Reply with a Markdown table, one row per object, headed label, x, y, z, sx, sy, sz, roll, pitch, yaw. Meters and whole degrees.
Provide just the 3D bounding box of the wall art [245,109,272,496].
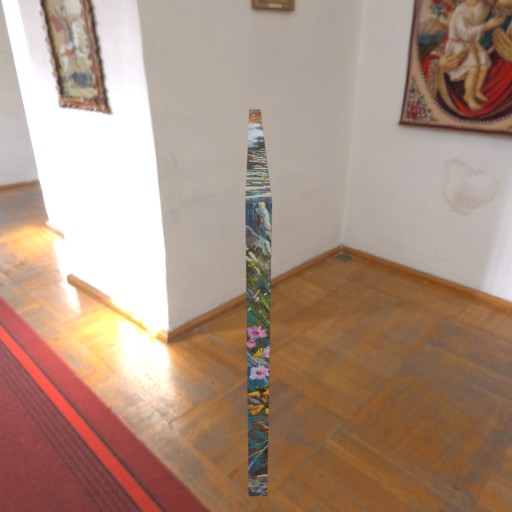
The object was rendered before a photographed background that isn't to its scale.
| label | x | y | z | sx | sy | sz | roll | pitch | yaw |
| --- | --- | --- | --- | --- | --- | --- | --- | --- | --- |
| wall art | 0.000 | 0.000 | 1.145 | 0.037 | 0.604 | 0.908 | 0 | 26 | 0 |
